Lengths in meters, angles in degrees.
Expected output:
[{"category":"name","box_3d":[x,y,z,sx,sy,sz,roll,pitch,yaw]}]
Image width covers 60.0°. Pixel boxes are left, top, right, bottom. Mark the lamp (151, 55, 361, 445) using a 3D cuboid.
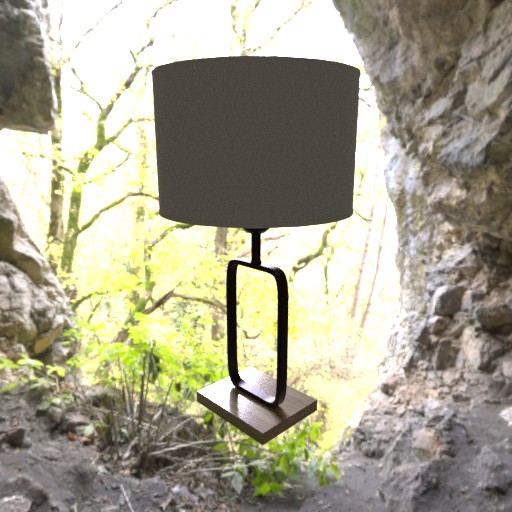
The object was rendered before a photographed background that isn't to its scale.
[{"category":"lamp","box_3d":[0.000,0.000,0.667,0.279,0.508,0.279,-13,19,-42]}]
